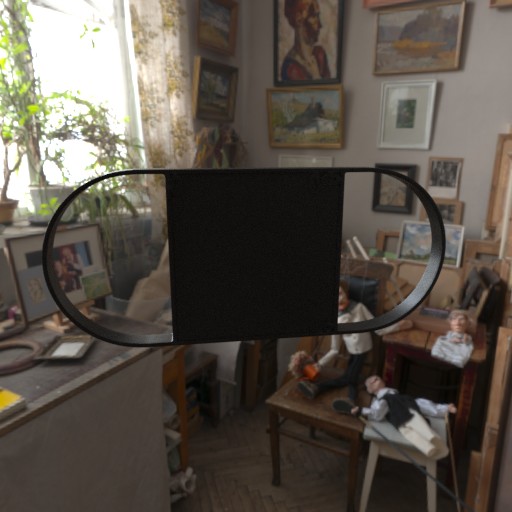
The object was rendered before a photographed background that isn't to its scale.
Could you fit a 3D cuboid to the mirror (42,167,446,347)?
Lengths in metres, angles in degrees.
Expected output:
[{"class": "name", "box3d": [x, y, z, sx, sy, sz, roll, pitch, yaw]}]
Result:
[{"class": "mirror", "box3d": [0.000, 0.000, 0.651, 0.584, 0.254, 0.032, -2, 14, -9]}]
